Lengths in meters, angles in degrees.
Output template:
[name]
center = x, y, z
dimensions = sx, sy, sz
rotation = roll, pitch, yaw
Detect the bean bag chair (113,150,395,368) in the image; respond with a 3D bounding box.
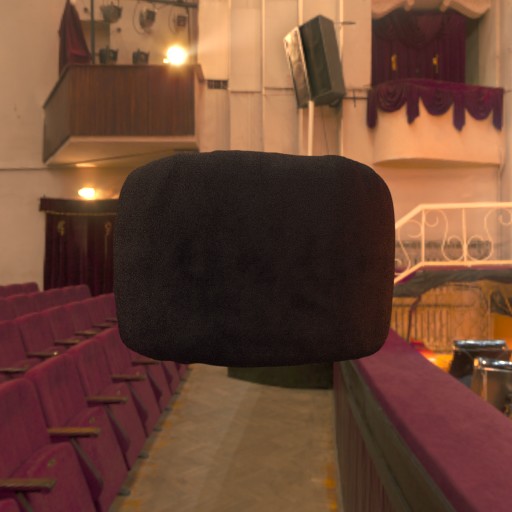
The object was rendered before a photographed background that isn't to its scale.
[bean bag chair]
center = 0.000, 0.000, 1.995
dimensions = 1.219, 0.762, 1.219
rotation = 0, 0, 0
